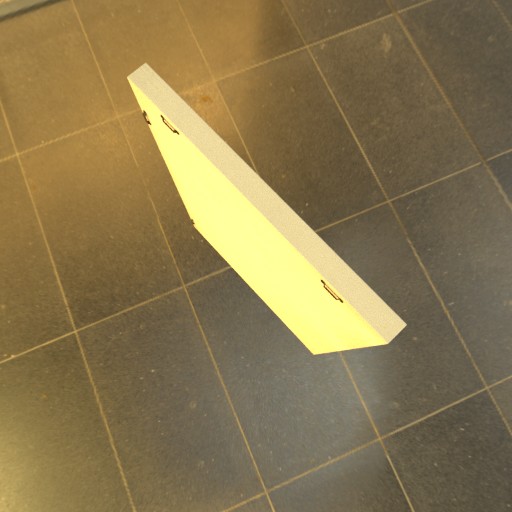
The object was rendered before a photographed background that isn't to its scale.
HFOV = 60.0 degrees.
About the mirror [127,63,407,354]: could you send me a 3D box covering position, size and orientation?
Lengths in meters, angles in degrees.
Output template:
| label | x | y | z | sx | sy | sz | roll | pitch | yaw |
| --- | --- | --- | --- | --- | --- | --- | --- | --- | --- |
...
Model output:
| label | x | y | z | sx | sy | sz | roll | pitch | yaw |
| --- | --- | --- | --- | --- | --- | --- | --- | --- | --- |
| mirror | 0.000 | 0.000 | 0.933 | 0.040 | 0.710 | 0.507 | -42 | 80 | -9 |
